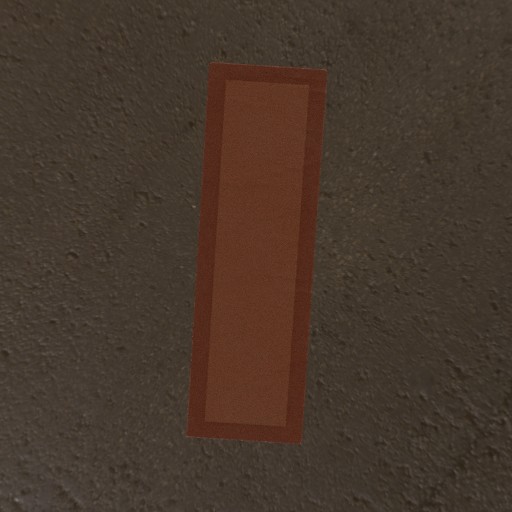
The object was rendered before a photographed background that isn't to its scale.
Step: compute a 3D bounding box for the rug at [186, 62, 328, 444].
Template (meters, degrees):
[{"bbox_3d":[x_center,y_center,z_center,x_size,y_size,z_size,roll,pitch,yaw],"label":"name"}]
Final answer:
[{"bbox_3d":[0.000,0.000,2.862,0.914,0.013,2.471,0,92,0],"label":"rug"}]
